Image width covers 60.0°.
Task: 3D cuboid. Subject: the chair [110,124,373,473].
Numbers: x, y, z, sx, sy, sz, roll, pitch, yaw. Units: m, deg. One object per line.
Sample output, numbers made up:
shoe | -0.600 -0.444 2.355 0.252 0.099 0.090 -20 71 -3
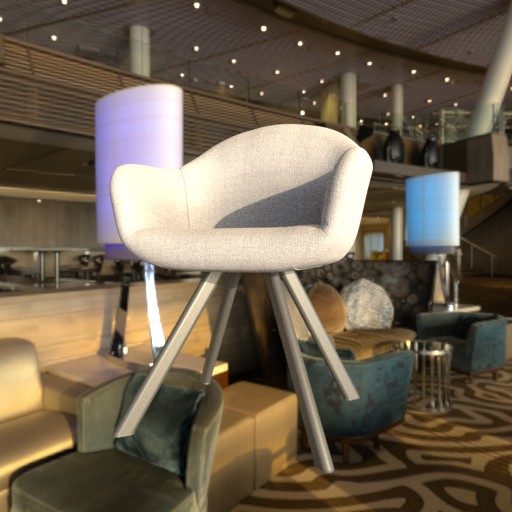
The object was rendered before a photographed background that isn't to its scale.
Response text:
chair | 0.000 0.000 1.154 0.590 0.795 0.550 0 1 19
